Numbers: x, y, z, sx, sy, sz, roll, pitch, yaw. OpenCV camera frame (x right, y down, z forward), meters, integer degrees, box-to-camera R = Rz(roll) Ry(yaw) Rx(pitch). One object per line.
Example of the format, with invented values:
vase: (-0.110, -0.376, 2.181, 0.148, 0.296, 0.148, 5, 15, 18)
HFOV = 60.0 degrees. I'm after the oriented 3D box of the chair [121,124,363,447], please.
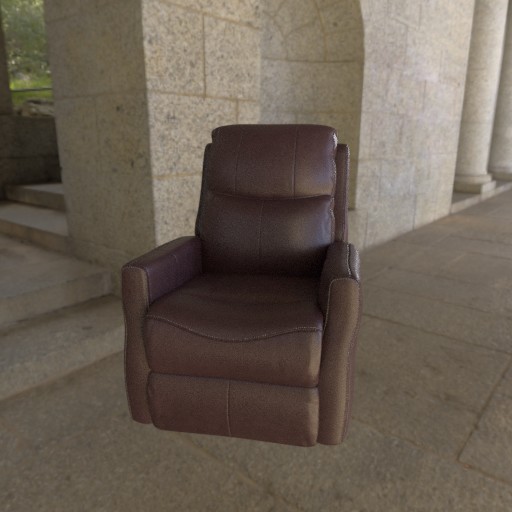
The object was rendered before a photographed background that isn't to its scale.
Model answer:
chair: (0.000, 0.000, 1.776, 0.829, 1.030, 1.080, 3, 16, 10)
